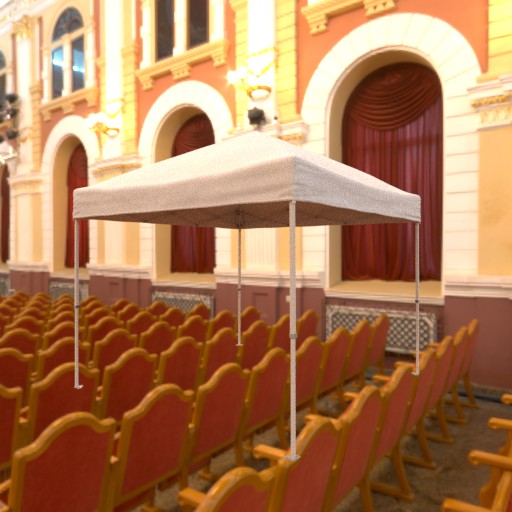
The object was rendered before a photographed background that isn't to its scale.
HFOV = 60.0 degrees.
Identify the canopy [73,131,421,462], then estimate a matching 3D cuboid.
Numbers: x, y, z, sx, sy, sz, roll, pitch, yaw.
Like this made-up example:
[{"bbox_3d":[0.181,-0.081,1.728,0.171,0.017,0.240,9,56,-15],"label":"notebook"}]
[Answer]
[{"bbox_3d":[0.000,0.000,5.328,2.996,2.997,2.998,0,1,37],"label":"canopy"}]
